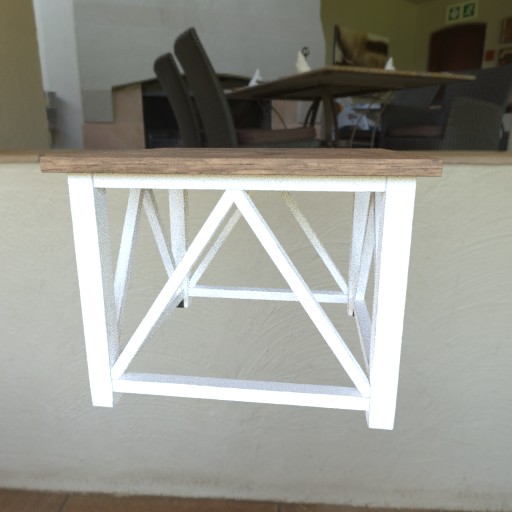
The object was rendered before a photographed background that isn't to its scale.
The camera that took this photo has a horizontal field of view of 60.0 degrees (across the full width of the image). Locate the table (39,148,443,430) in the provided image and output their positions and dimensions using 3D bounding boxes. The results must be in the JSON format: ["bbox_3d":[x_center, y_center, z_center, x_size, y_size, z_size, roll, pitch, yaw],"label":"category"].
[{"bbox_3d":[0.000,0.000,1.161,0.700,0.532,0.700,2,15,7],"label":"table"}]
